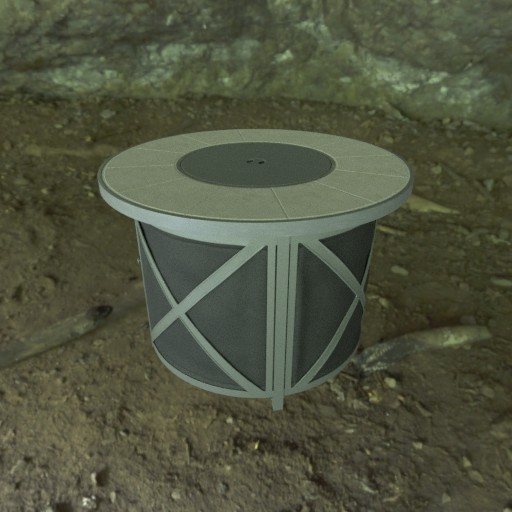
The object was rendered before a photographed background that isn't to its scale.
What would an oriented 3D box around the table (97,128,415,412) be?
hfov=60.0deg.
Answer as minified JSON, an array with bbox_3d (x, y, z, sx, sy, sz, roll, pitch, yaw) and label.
[{"bbox_3d":[0.000,0.000,1.494,0.914,0.650,0.914,0,28,0],"label":"table"}]
